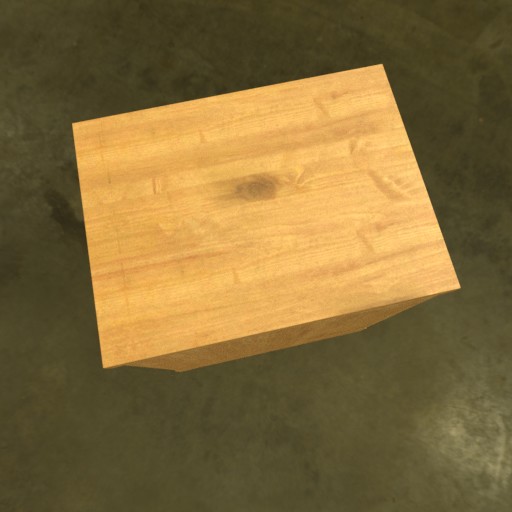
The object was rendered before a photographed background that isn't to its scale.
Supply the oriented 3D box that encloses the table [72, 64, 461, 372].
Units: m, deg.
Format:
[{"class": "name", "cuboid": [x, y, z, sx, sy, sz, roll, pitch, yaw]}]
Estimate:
[{"class": "table", "cuboid": [0.000, 0.000, 1.251, 0.660, 0.813, 0.500, -12, 75, -3]}]
